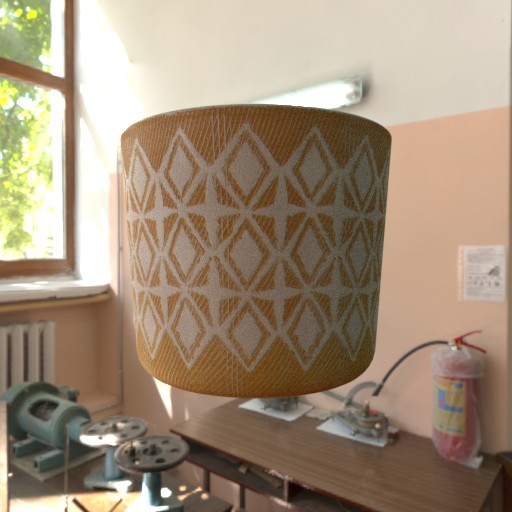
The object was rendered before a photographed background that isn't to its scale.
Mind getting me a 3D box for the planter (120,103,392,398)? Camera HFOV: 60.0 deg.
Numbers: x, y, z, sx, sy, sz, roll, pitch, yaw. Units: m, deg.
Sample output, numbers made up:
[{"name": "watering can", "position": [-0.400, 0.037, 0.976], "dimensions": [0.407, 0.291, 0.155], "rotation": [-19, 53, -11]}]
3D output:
[{"name": "planter", "position": [0.000, 0.000, 0.331], "dimensions": [0.193, 0.165, 0.193], "rotation": [0, 1, 0]}]
